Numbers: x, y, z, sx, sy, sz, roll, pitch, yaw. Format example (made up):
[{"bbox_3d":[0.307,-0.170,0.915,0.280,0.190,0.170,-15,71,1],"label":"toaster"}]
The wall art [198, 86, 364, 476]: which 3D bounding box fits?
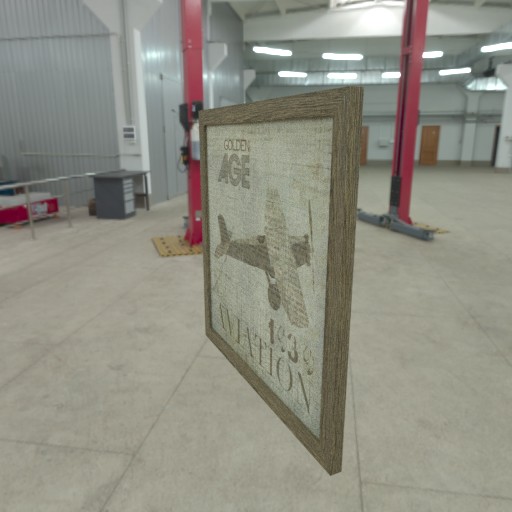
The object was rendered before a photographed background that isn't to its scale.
[{"bbox_3d":[0.000,0.000,0.774,0.019,0.508,0.508,-7,16,-25],"label":"wall art"}]
